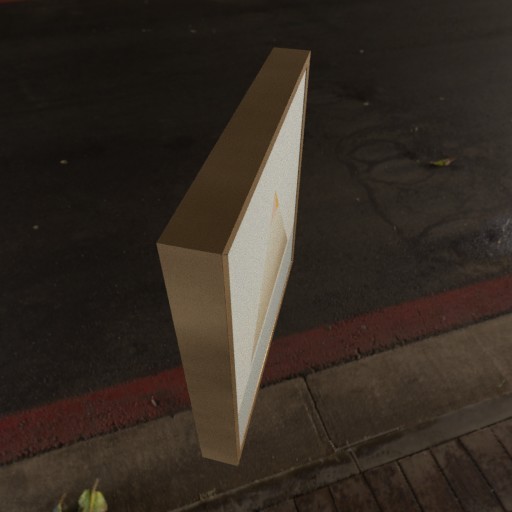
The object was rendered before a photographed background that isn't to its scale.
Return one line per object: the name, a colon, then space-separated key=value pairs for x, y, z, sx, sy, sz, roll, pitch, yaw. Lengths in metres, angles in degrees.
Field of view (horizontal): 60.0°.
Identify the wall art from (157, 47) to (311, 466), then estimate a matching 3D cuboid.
wall art: x=0.000 y=0.000 z=0.455 sx=0.038 sy=0.303 sz=0.305 roll=10 pitch=46 yaw=10
